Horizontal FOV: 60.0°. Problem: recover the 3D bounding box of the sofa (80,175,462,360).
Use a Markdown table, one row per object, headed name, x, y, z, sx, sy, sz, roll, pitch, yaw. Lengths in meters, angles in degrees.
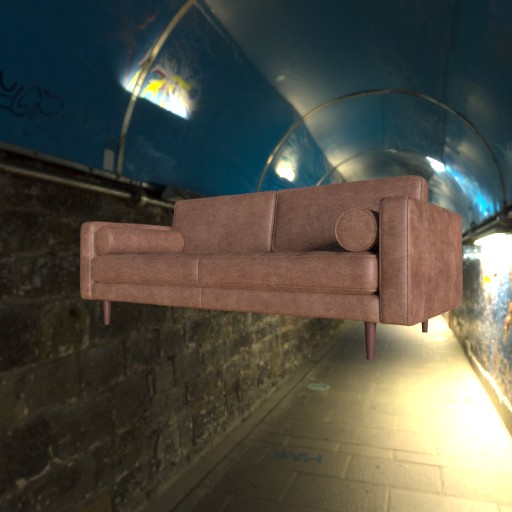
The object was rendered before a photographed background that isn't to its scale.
| name | x | y | z | sx | sy | sz | roll | pitch | yaw |
| --- | --- | --- | --- | --- | --- | --- | --- | --- | --- |
| sofa | 0.000 | 0.000 | 2.338 | 1.870 | 0.760 | 0.910 | 0 | -1 | 35 |
